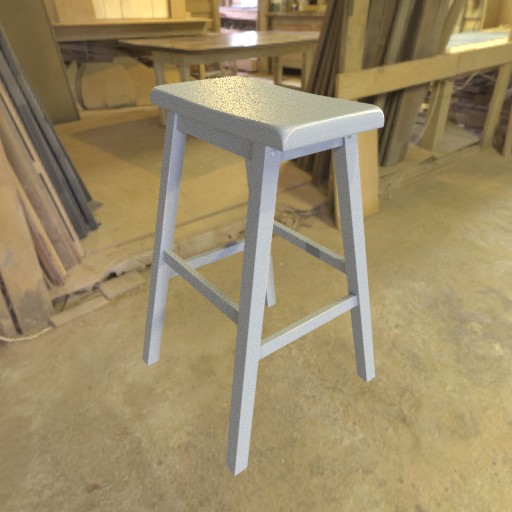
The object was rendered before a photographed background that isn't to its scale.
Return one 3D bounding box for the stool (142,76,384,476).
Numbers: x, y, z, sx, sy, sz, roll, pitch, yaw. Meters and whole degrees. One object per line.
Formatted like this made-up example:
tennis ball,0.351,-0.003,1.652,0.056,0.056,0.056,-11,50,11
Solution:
stool,0.000,0.000,1.062,0.476,0.737,0.457,-22,37,-32
